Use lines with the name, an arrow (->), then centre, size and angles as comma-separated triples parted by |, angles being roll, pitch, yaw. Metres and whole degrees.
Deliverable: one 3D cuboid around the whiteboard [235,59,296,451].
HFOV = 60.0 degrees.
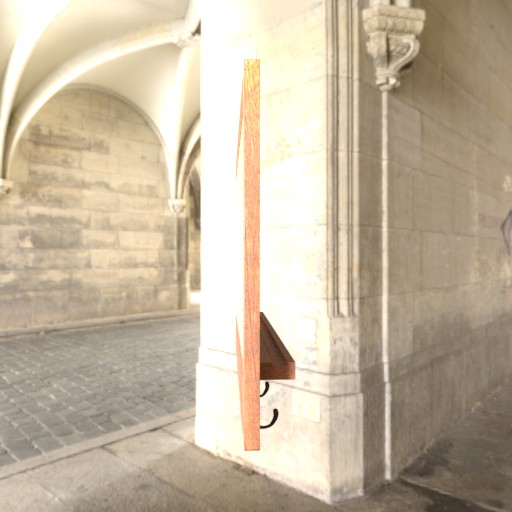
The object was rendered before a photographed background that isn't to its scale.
whiteboard -> 0.000, 0.000, 1.024 | 0.083, 0.559, 0.783 | 0, 0, -4
